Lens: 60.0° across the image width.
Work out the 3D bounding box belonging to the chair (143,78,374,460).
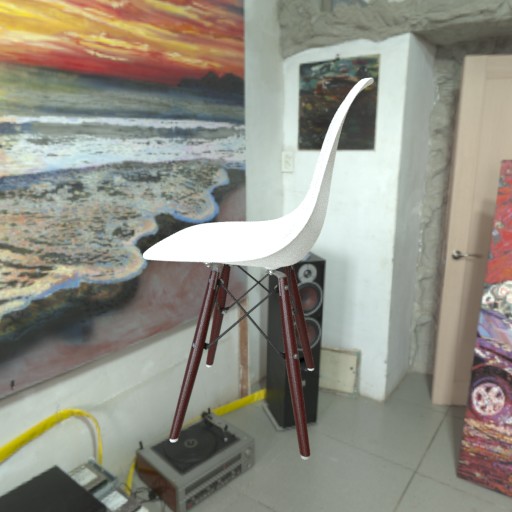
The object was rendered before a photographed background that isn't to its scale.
[{"bbox_3d":[0.000,0.000,1.129,0.533,0.826,0.470,2,13,6],"label":"chair"}]
